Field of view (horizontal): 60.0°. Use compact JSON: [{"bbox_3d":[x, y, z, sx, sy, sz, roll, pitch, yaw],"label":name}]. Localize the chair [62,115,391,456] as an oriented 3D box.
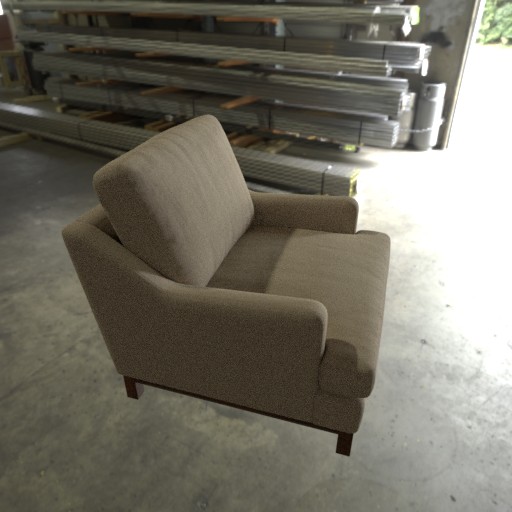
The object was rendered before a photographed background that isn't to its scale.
[{"bbox_3d":[0.000,0.000,1.719,1.001,0.916,0.912,9,31,15],"label":"chair"}]
